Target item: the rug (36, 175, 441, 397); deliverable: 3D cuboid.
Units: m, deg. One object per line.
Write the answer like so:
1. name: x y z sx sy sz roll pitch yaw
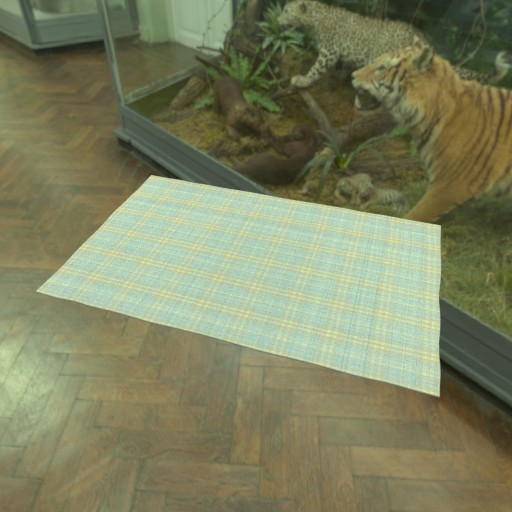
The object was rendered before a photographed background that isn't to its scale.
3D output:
1. rug: 0.000 0.000 3.093 2.460 0.016 1.545 12 42 14
